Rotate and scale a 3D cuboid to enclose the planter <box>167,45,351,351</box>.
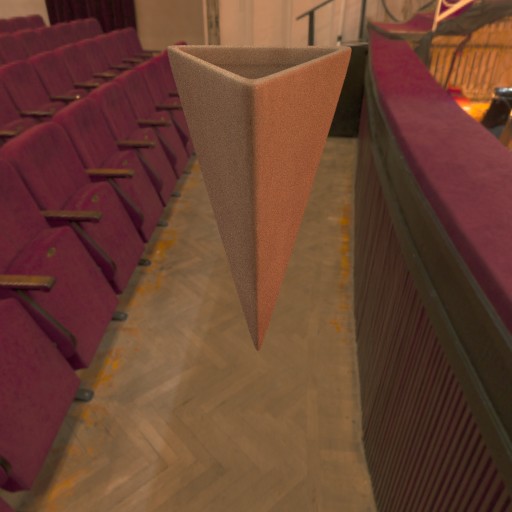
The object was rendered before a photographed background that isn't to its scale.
[{"bbox_3d":[0.000,0.000,0.270,0.101,0.224,0.081,1,31,2],"label":"planter"}]
